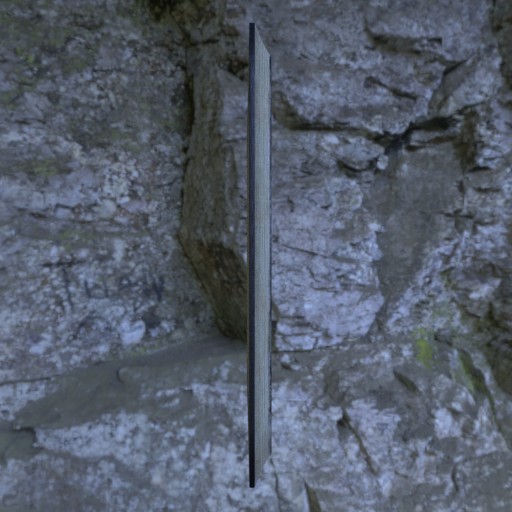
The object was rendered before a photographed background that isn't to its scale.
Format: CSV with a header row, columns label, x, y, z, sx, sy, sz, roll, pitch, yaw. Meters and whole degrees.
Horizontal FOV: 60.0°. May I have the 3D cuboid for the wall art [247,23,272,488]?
label,x,y,z,sx,sy,sz,roll,pitch,yaw
wall art,0.000,0.000,0.625,0.023,0.457,0.381,0,-1,-2
